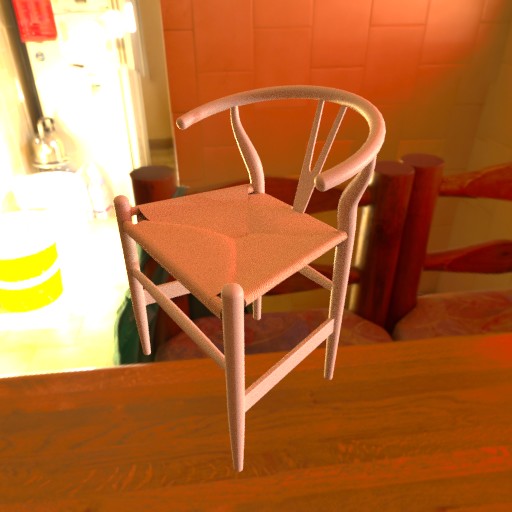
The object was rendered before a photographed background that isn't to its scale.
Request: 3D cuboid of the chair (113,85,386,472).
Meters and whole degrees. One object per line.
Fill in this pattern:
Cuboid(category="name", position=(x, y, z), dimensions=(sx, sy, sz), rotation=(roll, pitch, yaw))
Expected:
Cuboid(category="chair", position=(0.000, 0.000, 1.101), dimensions=(0.500, 0.736, 0.533), rotation=(-22, 38, -31))
